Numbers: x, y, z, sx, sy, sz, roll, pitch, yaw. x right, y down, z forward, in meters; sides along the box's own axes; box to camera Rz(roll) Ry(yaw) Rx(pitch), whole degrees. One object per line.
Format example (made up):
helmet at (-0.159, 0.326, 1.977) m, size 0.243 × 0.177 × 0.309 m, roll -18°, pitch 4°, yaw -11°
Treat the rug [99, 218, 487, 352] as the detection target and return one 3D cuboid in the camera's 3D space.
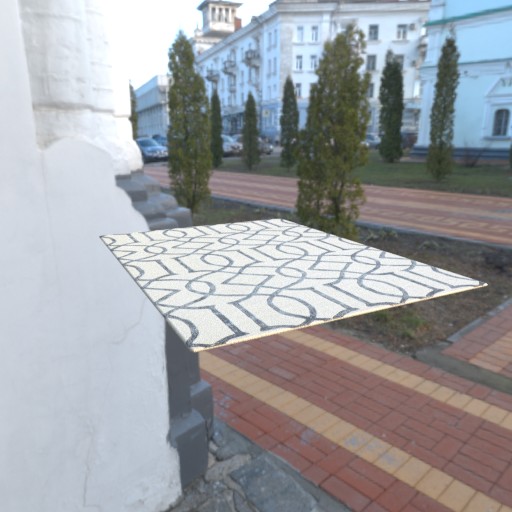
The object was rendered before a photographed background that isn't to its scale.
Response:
rug at (0.000, 0.000, 3.899) m, size 2.211 × 0.021 × 2.910 m, roll -8°, pitch 17°, yaw -26°
